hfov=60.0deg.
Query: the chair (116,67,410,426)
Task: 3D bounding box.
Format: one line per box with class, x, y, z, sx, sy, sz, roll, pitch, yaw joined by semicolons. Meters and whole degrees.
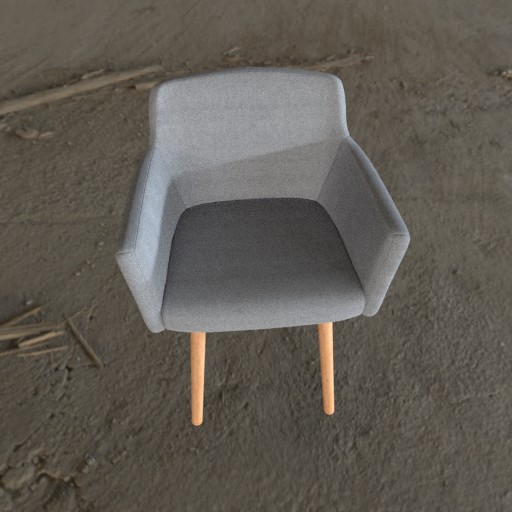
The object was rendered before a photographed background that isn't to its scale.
chair;0.000;0.000;1.162;0.570;0.780;0.540;-4;45;-4
